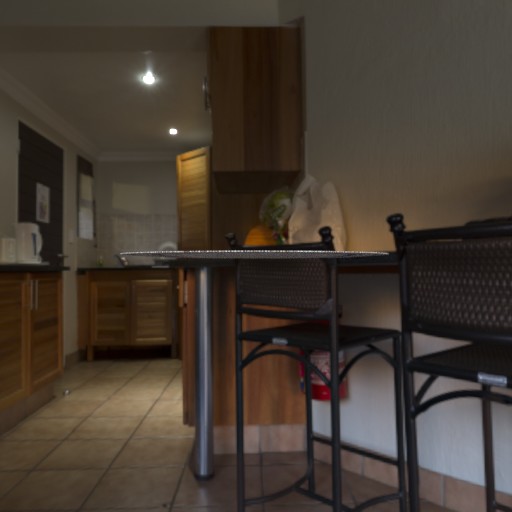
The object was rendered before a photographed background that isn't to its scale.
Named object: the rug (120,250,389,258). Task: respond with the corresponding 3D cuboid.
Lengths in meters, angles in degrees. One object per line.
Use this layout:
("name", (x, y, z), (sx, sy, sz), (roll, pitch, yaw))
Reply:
("rug", (0.000, 0.000, 3.088), (1.520, 0.006, 2.432), (0, -1, 1))
